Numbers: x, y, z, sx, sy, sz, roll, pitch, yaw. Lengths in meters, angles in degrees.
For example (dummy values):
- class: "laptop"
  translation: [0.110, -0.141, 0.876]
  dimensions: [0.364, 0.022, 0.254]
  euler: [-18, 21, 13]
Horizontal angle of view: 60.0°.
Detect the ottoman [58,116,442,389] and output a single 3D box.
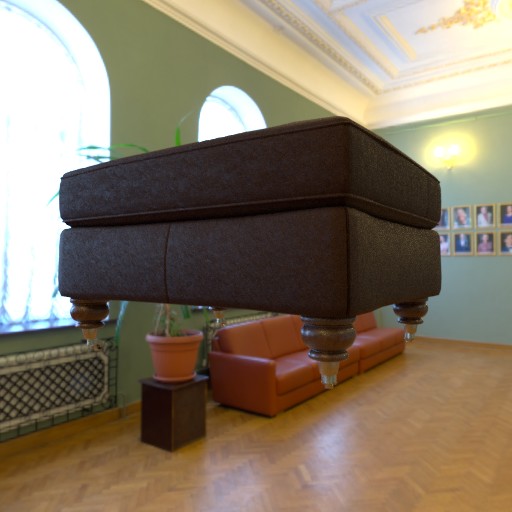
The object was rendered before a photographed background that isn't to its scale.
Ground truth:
- class: "ottoman"
  translation: [0.000, 0.000, 1.733]
  dimensions: [1.187, 0.730, 0.967]
  euler: [-1, -1, 35]
